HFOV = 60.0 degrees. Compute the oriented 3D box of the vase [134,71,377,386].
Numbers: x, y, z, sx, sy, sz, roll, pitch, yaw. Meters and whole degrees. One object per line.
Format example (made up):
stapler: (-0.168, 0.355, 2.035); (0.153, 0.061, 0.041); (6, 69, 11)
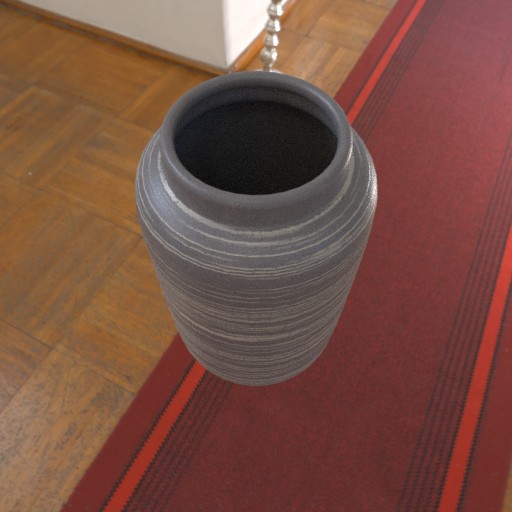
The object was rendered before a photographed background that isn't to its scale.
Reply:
vase: (0.000, 0.000, 0.674); (0.297, 0.499, 0.297); (0, 58, 0)
